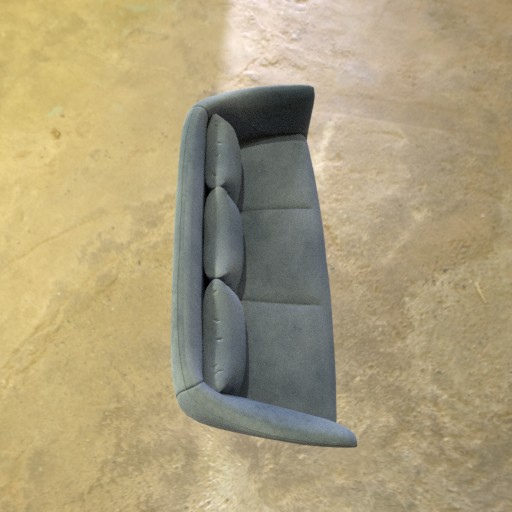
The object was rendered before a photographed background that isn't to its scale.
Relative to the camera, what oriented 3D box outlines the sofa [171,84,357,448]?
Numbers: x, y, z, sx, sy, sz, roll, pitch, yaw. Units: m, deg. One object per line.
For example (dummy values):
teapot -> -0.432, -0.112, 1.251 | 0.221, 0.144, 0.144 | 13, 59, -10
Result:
sofa -> 0.000, 0.000, 2.583 | 0.849, 0.795, 2.095 | -2, 65, -1
